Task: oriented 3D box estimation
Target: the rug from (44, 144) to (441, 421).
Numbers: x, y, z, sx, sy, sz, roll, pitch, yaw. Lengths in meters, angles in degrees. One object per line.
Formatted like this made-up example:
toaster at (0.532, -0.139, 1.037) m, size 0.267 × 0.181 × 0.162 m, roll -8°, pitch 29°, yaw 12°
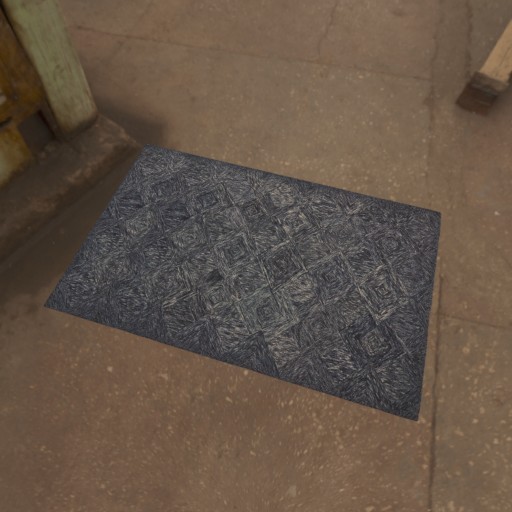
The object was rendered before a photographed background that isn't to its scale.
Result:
rug at (0.000, 0.000, 2.246) m, size 1.754 × 0.010 × 1.139 m, roll 15°, pitch 59°, yaw 9°
